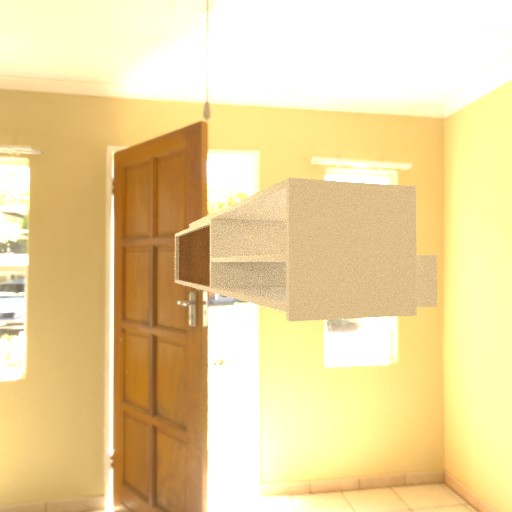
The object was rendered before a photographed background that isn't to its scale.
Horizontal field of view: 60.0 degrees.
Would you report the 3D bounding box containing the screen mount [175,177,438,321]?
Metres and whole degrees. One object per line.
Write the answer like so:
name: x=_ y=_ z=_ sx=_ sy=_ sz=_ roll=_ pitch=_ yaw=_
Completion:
screen mount: x=0.000 y=0.000 z=1.845 sx=0.420 sy=0.320 sz=1.680 roll=0 pitch=-1 yaw=-19
